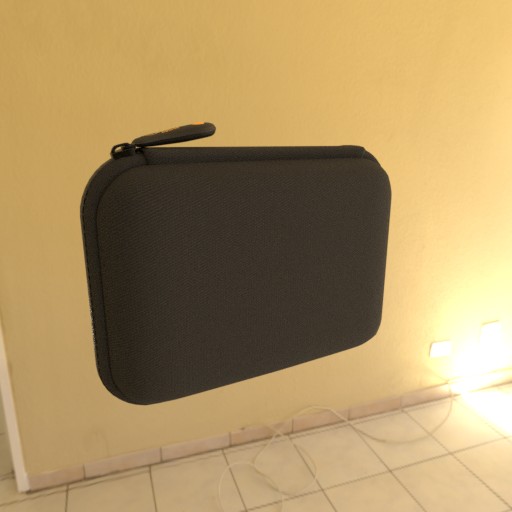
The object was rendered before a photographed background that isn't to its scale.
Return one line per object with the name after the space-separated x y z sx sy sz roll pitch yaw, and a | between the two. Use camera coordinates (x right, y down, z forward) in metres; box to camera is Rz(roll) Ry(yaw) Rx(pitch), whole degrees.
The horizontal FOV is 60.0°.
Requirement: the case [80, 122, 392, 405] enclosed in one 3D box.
0.000 0.000 0.182 0.132 0.105 0.038 -8 18 -28 | case
